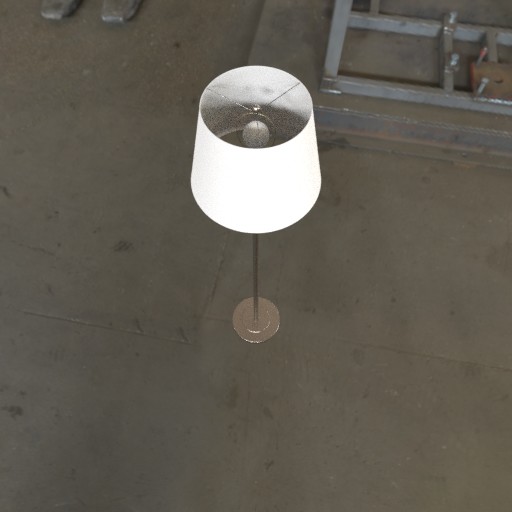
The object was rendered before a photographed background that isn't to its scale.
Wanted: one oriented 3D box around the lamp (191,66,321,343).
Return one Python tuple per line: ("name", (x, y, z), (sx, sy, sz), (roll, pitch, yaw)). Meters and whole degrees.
("lamp", (0.000, 0.000, 1.639), (0.355, 1.473, 0.355), (0, 63, 0))
